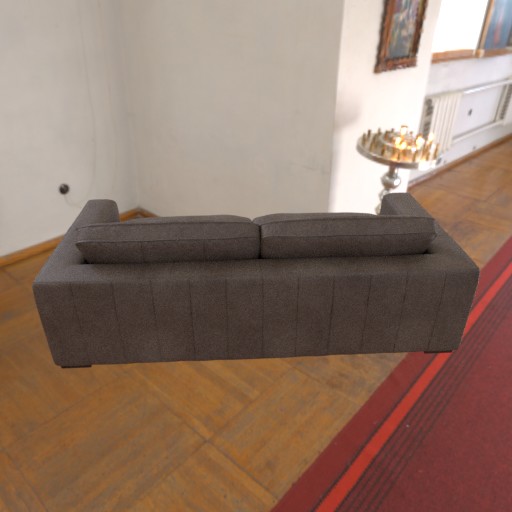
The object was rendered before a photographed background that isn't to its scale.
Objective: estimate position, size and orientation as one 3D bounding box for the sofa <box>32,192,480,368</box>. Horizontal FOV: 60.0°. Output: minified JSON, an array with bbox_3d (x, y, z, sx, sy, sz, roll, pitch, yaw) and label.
[{"bbox_3d":[0.000,0.000,2.728,2.262,0.801,1.070,-2,30,-3],"label":"sofa"}]
